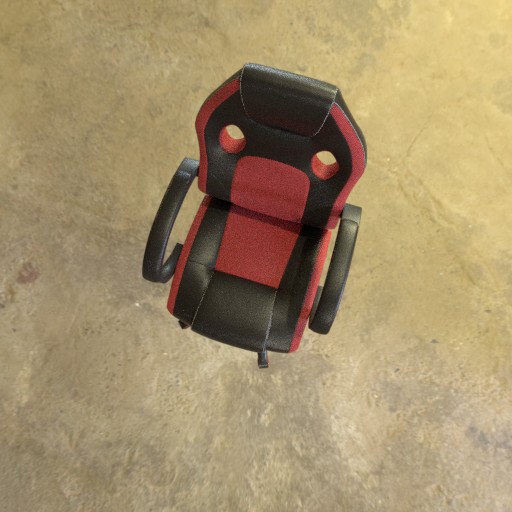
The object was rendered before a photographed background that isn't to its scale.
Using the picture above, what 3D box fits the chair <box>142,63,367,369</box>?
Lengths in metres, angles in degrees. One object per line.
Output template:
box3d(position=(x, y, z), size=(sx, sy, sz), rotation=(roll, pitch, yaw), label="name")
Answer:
box3d(position=(0.000, 0.000, 1.675), size=(0.750, 1.189, 0.783), rotation=(17, 76, 4), label="chair")
